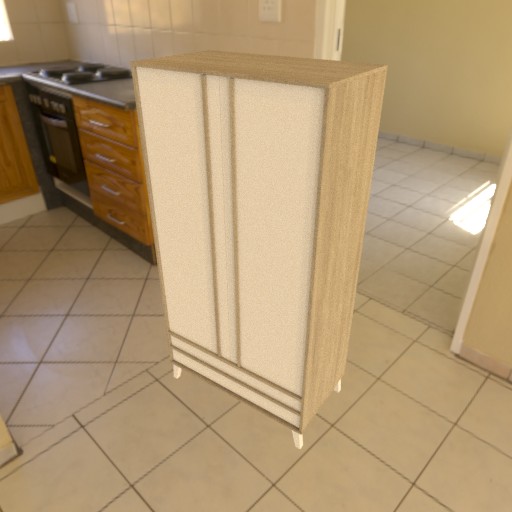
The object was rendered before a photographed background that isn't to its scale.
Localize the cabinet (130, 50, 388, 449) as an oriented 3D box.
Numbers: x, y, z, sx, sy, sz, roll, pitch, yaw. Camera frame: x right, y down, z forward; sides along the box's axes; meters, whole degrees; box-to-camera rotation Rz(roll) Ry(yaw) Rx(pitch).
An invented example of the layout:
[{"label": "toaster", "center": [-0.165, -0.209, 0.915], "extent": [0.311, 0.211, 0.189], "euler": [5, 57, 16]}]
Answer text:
[{"label": "cabinet", "center": [0.000, 0.000, 2.487], "extent": [1.006, 1.999, 0.571], "euler": [19, 36, 29]}]
